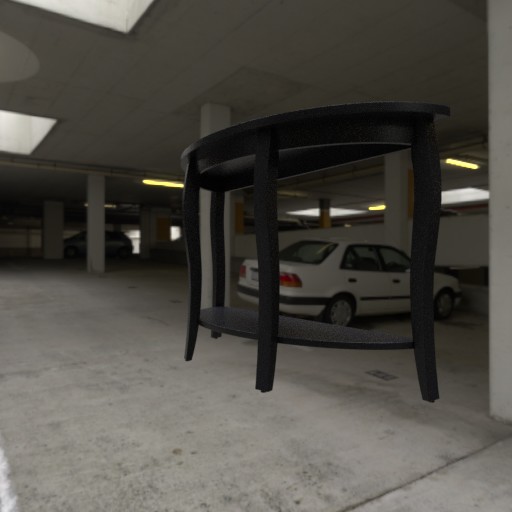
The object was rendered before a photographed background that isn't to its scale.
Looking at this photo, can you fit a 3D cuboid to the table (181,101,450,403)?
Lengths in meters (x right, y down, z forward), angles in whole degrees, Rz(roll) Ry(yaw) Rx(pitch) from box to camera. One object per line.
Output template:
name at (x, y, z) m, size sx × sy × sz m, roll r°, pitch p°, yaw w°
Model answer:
table at (0.000, 0.000, 1.551) m, size 0.394 × 0.780 × 1.219 m, roll 0°, pitch 0°, yaw -35°
